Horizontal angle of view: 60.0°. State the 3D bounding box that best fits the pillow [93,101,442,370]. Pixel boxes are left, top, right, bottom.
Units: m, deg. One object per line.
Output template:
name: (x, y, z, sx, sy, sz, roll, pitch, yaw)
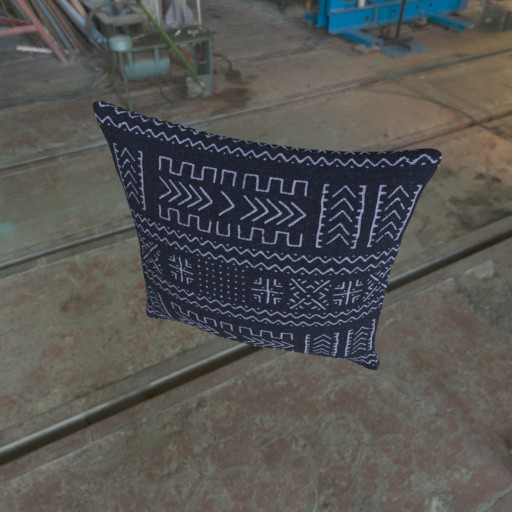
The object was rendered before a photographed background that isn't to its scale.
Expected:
pillow: (0.000, 0.000, 0.667, 0.438, 0.430, 0.164, 11, 44, 12)
